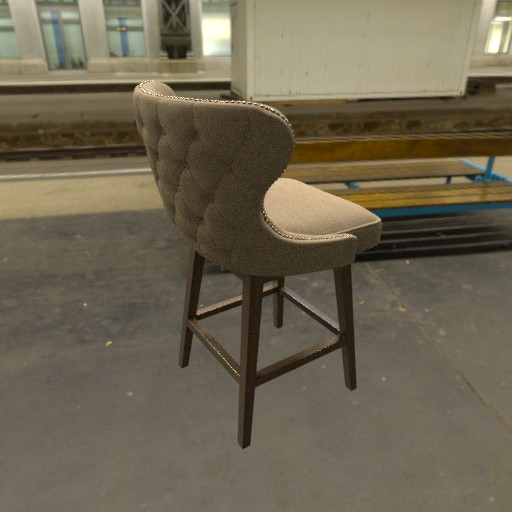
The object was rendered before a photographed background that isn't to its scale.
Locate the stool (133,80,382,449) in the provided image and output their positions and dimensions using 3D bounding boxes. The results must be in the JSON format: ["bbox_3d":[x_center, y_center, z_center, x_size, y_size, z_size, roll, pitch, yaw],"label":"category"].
[{"bbox_3d":[0.000,0.000,1.339,0.597,0.972,0.615,-17,31,-30],"label":"stool"}]
